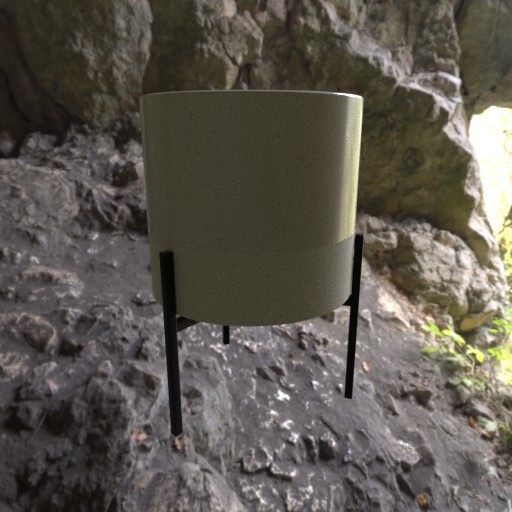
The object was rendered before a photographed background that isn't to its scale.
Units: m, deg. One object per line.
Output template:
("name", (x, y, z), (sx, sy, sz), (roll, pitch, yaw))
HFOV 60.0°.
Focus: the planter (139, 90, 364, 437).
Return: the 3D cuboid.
("planter", (0.000, 0.000, 0.341), (0.159, 0.230, 0.152), (3, 17, 11))
